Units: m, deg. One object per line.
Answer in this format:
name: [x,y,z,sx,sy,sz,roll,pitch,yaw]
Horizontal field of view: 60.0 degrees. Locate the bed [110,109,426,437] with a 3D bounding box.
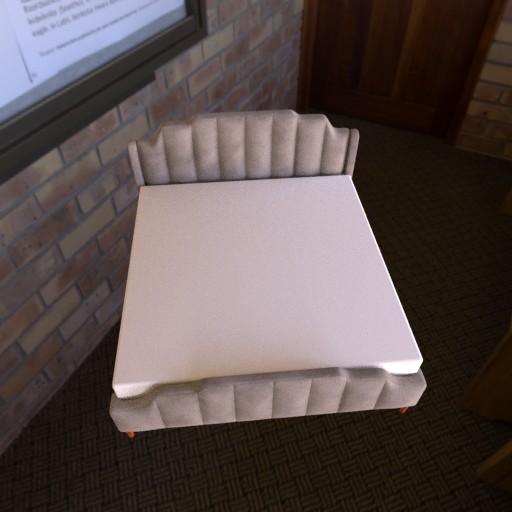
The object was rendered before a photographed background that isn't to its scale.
bed: [0.000,0.000,3.518,2.074,1.245,2.340,-4,47,-4]
